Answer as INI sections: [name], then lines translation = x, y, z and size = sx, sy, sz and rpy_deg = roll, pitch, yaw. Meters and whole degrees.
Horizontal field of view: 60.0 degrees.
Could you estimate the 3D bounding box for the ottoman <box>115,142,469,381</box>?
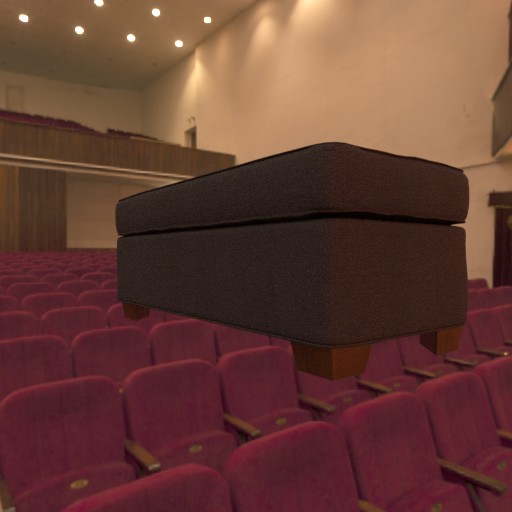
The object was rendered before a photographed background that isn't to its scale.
[ottoman]
translation = 0.000, 0.000, 1.360
size = 0.515, 0.460, 1.110
rpy_deg = 0, 0, -37
